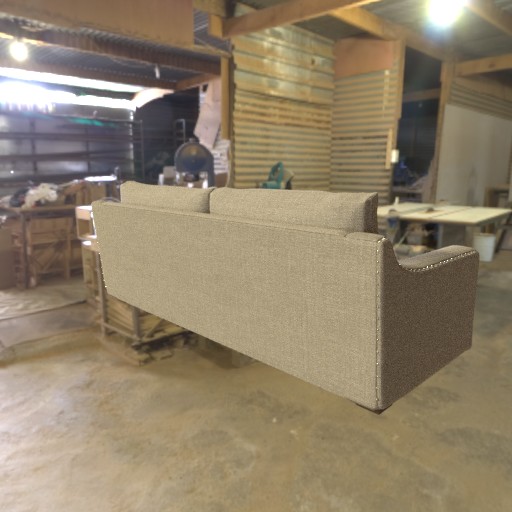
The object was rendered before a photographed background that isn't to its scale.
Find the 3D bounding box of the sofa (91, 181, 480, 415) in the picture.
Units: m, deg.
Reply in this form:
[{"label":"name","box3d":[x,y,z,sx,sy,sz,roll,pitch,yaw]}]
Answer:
[{"label":"sofa","box3d":[0.000,0.000,2.639,1.000,0.857,2.208,-11,16,-43]}]
